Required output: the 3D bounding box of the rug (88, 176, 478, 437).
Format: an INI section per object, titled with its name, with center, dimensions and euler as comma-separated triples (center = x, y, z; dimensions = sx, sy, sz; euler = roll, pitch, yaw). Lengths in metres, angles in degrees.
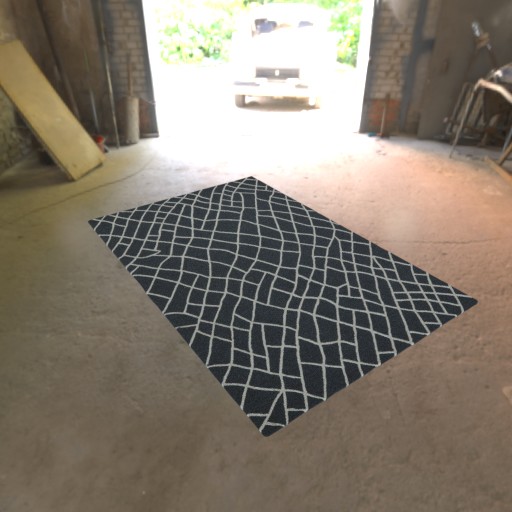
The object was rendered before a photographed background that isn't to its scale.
[rug]
center = 0.000, 0.000, 2.365
dimensions = 1.223, 0.013, 1.830
euler = -21, 38, -29
